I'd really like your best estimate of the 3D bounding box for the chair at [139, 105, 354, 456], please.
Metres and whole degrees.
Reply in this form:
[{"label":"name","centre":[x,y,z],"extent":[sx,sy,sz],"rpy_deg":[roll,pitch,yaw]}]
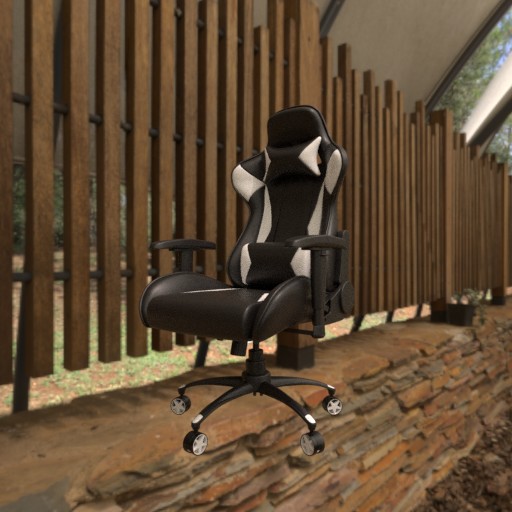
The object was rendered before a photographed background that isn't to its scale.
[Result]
[{"label":"chair","centre":[0.000,0.000,1.706],"extent":[0.730,1.285,0.695],"rpy_deg":[0,0,37]}]
